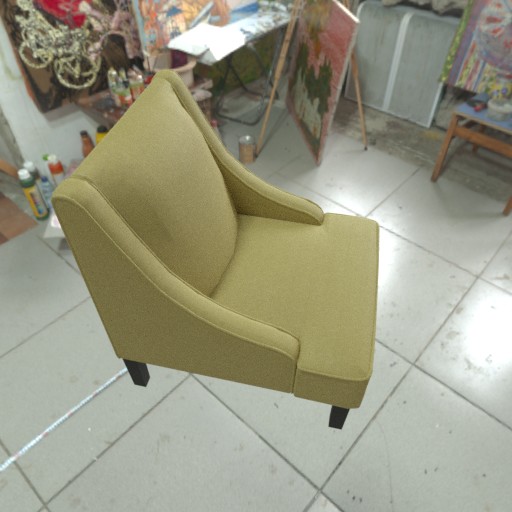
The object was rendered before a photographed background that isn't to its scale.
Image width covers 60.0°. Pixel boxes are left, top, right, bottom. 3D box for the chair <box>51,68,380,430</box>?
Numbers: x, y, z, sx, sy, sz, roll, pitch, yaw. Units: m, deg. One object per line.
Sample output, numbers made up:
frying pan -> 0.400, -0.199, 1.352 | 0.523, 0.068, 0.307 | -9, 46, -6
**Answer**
chair -> 0.000, 0.000, 1.465 | 0.814, 0.896, 0.696 | 9, 47, 9
